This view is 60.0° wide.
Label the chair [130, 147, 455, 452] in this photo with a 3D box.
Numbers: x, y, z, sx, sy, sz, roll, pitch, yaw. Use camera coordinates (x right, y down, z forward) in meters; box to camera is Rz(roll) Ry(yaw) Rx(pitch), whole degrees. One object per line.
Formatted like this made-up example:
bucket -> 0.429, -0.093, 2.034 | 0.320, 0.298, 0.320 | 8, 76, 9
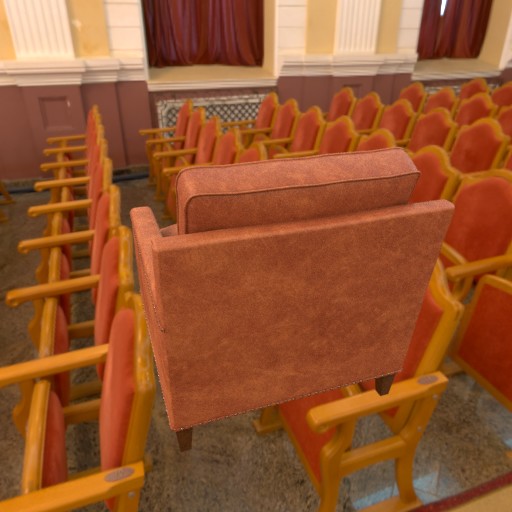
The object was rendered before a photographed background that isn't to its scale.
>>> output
chair -> 0.000, 0.000, 1.692 | 0.853, 0.943, 1.014 | -9, 28, -17
